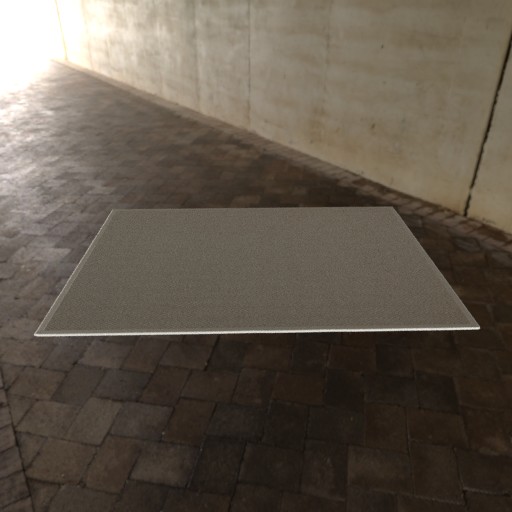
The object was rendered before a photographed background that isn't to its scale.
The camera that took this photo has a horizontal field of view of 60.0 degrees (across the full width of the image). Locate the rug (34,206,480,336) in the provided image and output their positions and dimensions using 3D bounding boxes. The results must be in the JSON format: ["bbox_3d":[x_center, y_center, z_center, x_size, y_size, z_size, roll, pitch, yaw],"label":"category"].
[{"bbox_3d":[0.000,0.000,2.882,2.244,0.017,1.532,-1,30,-1],"label":"rug"}]
